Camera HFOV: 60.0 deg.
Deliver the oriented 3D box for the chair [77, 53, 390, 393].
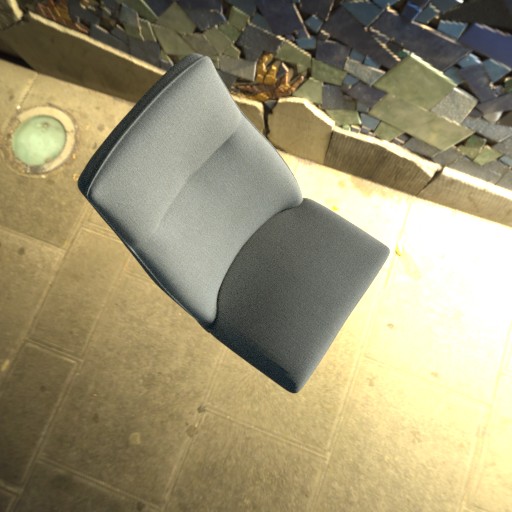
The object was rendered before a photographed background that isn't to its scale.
[{"bbox_3d":[0.000,0.000,1.250,0.620,0.930,0.500,35,78,8],"label":"chair"}]
